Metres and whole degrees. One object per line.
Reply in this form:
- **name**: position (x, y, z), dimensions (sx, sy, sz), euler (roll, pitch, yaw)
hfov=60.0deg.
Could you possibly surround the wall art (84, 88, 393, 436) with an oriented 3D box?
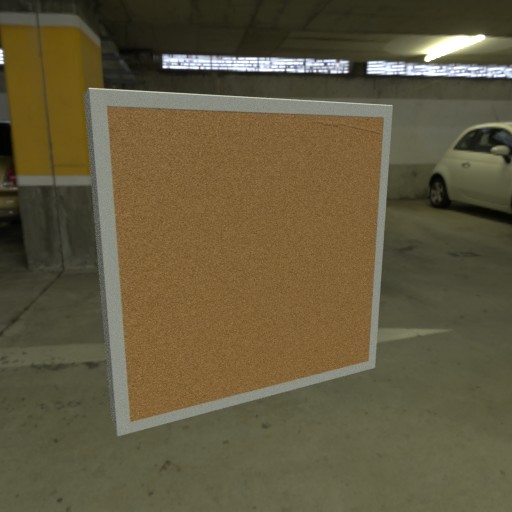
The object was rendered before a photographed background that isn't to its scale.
- **wall art**: position (0.000, 0.000, 0.457), dimensions (0.305, 0.305, 0.038), euler (-6, 15, -25)
